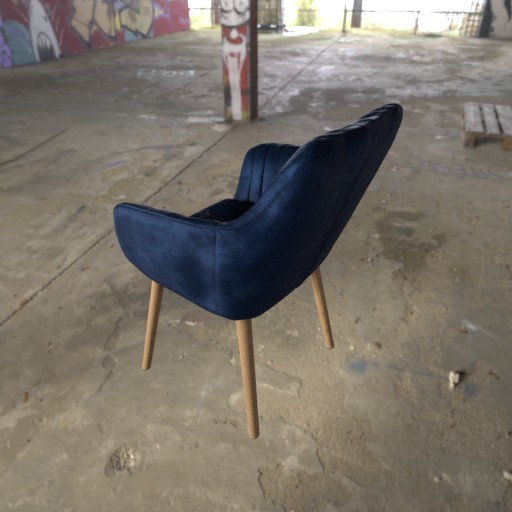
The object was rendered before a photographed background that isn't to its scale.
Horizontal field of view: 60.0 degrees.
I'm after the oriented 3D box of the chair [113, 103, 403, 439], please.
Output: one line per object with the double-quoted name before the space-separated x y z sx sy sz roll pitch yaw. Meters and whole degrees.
"chair" 0.000 0.000 1.218 0.573 0.826 0.578 21 38 30
